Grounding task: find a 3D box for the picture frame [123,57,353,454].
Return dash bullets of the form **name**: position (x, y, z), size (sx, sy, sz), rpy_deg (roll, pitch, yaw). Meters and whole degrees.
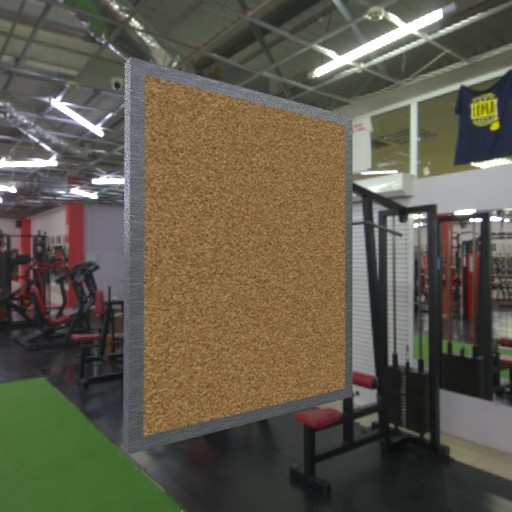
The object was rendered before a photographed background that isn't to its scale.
- **picture frame**: position (0.000, 0.000, 0.765), size (0.454, 0.559, 0.029), rpy_deg (0, -1, -35)
